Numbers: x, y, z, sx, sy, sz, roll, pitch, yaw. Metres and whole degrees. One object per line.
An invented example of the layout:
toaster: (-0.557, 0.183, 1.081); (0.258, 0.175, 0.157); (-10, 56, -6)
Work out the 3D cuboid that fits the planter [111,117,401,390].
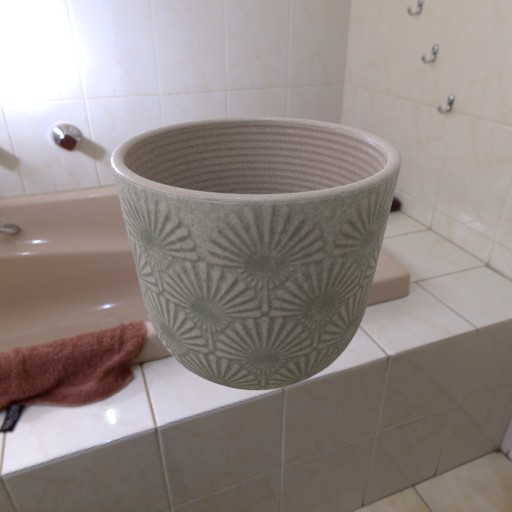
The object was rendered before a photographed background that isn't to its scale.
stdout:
planter: (0.000, 0.000, 0.304); (0.170, 0.152, 0.170); (0, 29, 0)
